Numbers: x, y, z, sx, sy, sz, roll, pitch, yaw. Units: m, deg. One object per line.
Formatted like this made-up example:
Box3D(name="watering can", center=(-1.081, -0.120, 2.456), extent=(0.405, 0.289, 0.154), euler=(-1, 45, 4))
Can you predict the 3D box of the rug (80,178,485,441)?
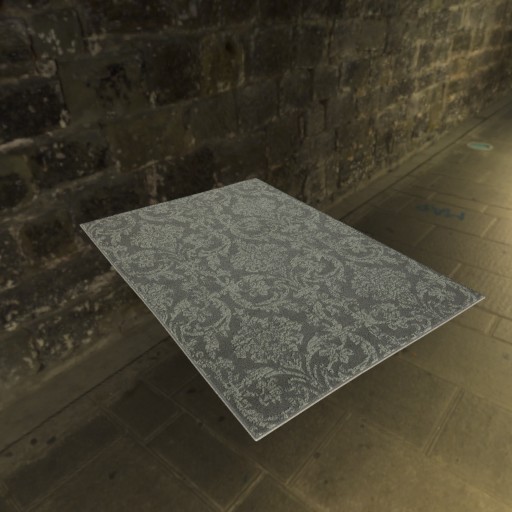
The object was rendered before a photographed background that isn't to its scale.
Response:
Box3D(name="rug", center=(0.000, 0.000, 2.851), extent=(1.578, 0.014, 2.206), euler=(-20, 37, -30))
